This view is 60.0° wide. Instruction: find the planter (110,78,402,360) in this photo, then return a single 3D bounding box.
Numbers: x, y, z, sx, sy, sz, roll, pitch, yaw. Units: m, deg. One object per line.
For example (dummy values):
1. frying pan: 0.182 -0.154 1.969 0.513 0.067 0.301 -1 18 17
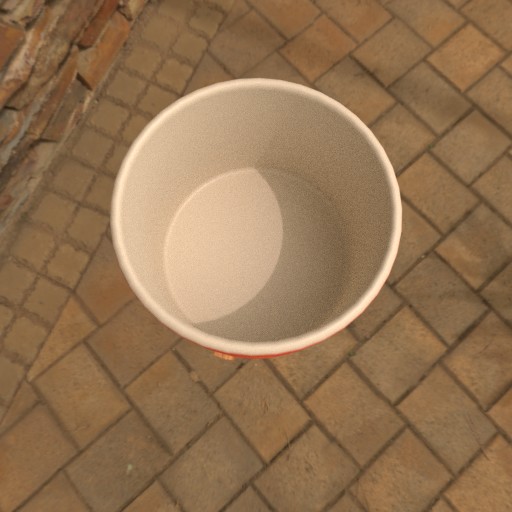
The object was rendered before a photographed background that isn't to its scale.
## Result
1. planter: 0.000 0.000 0.570 0.269 0.379 0.269 0 76 0
